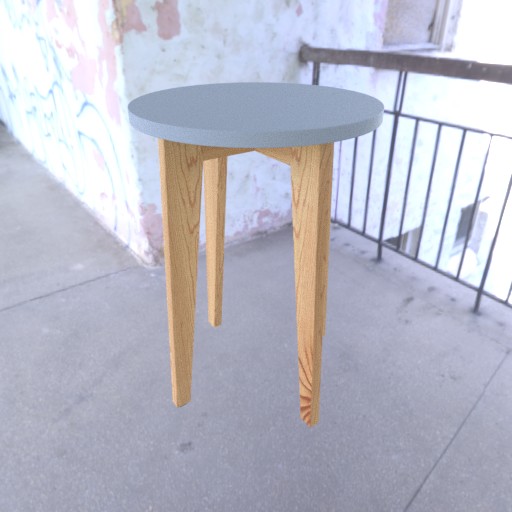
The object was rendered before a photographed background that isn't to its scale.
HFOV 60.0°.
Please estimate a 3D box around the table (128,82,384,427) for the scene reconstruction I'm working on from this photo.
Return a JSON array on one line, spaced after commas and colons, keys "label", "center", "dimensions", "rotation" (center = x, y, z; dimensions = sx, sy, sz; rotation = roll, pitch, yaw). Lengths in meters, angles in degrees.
[{"label": "table", "center": [0.000, 0.000, 0.745], "dimensions": [0.350, 0.500, 0.350], "rotation": [0, 29, 0]}]
